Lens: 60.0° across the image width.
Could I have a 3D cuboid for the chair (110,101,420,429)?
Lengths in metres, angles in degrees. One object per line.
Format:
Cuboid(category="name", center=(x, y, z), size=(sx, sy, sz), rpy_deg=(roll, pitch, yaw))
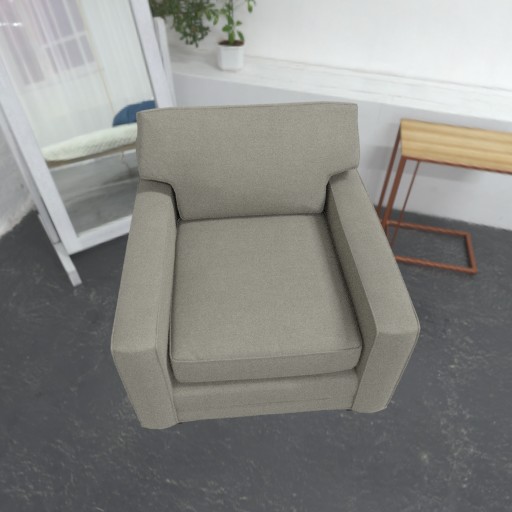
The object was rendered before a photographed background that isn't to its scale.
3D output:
Cuboid(category="chair", center=(0.000, 0.000, 1.831), size=(0.999, 0.934, 1.044), rpy_deg=(-3, 46, -3))
